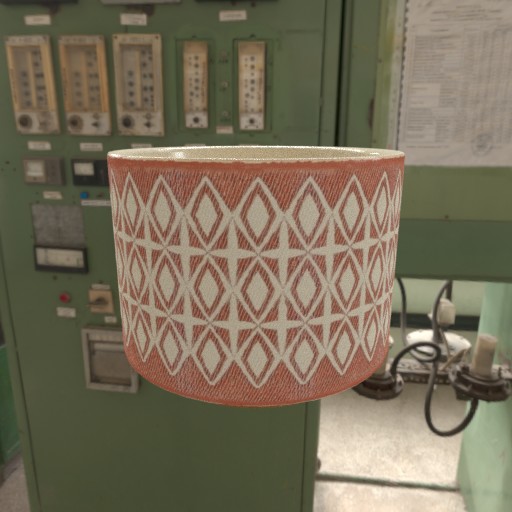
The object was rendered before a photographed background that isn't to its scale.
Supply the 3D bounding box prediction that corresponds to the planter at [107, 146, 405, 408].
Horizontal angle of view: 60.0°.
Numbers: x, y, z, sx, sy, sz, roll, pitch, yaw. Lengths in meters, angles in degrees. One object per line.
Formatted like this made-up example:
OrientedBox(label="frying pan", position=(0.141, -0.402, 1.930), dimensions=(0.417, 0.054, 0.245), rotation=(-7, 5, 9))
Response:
OrientedBox(label="planter", position=(0.000, 0.000, 0.319), dimensions=(0.192, 0.148, 0.192), rotation=(0, 16, 0))
